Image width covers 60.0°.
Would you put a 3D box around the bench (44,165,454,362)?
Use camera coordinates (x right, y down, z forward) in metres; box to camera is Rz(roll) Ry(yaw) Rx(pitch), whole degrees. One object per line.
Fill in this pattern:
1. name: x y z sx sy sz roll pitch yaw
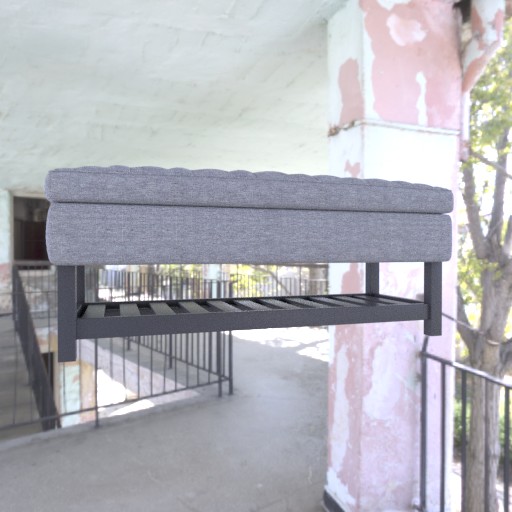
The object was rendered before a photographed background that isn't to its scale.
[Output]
1. bench: 0.000 0.000 1.315 1.100 0.470 0.429 0 1 -18
